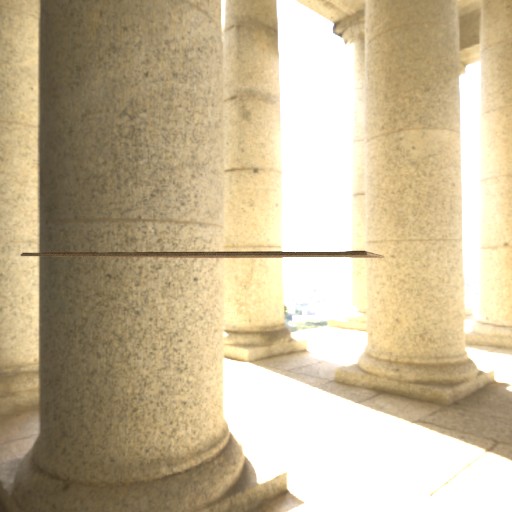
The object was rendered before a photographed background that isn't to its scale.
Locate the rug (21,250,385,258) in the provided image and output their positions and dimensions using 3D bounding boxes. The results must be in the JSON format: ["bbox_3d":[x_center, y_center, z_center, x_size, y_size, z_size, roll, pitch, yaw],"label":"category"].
[{"bbox_3d":[0.000,0.000,2.893,1.555,0.016,2.286,0,-1,18],"label":"rug"}]
